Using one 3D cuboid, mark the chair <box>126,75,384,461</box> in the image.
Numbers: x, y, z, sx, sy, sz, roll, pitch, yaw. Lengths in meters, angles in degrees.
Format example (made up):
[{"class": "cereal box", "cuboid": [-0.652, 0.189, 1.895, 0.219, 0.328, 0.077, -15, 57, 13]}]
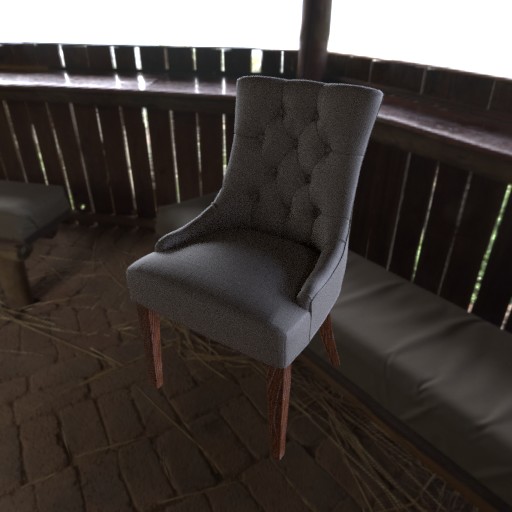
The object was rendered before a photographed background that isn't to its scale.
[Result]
[{"class": "chair", "cuboid": [0.000, 0.000, 1.248, 0.509, 0.874, 0.565, 18, 35, 29]}]
